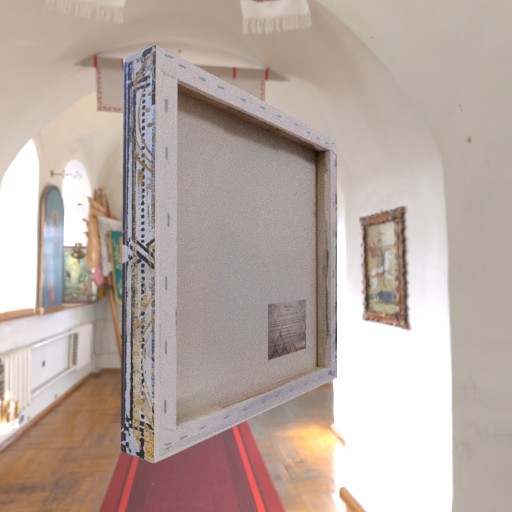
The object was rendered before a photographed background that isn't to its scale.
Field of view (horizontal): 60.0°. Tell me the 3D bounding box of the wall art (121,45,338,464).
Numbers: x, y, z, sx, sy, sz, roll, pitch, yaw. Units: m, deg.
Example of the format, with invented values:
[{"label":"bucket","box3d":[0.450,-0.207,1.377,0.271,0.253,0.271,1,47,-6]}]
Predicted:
[{"label":"wall art","box3d":[0.000,0.000,0.455,0.038,0.306,0.302,-1,-1,36]}]
